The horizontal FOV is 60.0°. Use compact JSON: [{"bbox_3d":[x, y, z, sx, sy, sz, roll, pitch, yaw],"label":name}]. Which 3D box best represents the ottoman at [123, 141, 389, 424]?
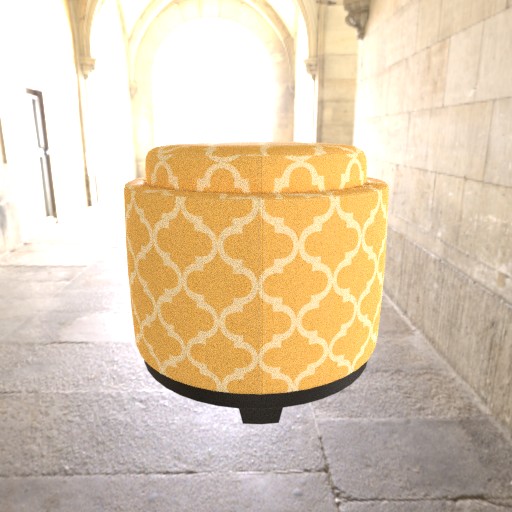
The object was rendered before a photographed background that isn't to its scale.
[{"bbox_3d":[0.000,0.000,0.858,0.480,0.429,0.480,0,15,0],"label":"ottoman"}]
